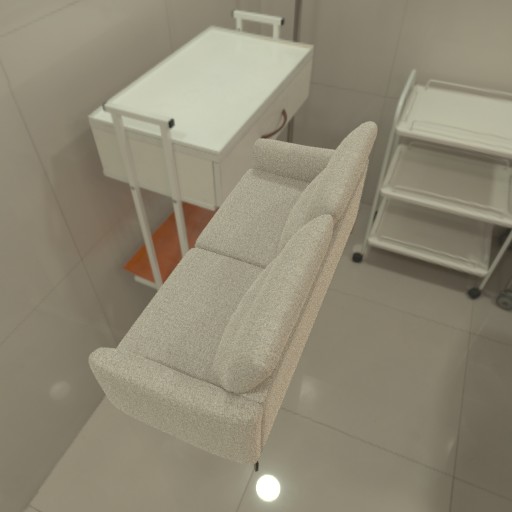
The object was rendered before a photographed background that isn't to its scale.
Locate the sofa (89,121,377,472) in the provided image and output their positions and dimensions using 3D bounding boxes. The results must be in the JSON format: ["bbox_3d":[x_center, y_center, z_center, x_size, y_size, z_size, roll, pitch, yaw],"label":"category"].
[{"bbox_3d":[0.000,0.000,2.522,0.856,0.956,2.015,17,49,16],"label":"sofa"}]
